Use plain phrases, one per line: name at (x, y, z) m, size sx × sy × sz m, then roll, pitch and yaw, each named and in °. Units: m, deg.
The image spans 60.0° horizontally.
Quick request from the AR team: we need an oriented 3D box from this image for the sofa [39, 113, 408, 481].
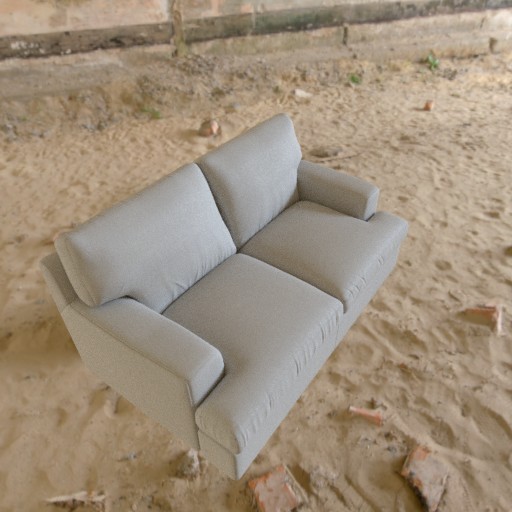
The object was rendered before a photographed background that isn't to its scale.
sofa at (0.000, 0.000, 2.482) m, size 1.143 × 0.940 × 1.880 m, roll 25°, pitch 45°, yaw 27°
